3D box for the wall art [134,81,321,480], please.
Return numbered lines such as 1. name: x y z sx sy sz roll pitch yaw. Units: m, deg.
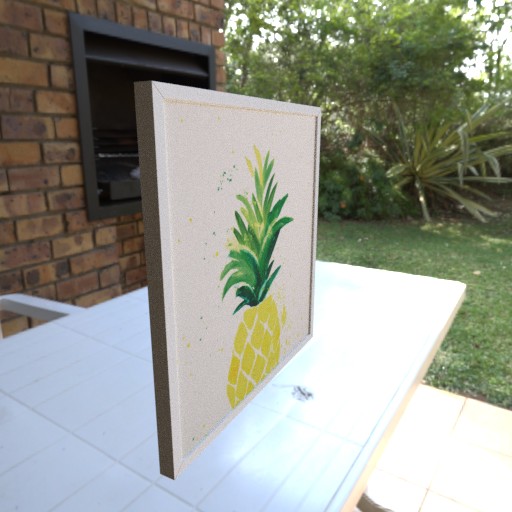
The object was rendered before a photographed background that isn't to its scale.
1. wall art: 0.000 0.000 1.135 0.038 0.761 0.763 8 17 28
